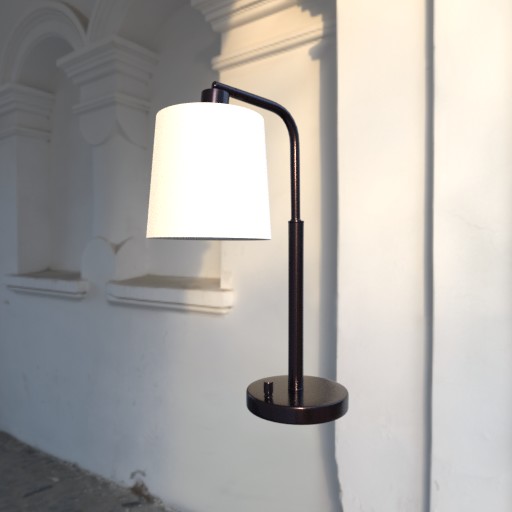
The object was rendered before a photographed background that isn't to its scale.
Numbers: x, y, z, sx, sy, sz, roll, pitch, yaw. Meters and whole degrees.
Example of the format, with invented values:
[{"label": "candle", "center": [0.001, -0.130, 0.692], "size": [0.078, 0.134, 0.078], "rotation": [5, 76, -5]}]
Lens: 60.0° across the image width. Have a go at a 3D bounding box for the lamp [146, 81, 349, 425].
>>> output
[{"label": "lamp", "center": [0.000, 0.000, 0.666], "size": [0.333, 0.489, 0.171], "rotation": [-1, 1, -37]}]
